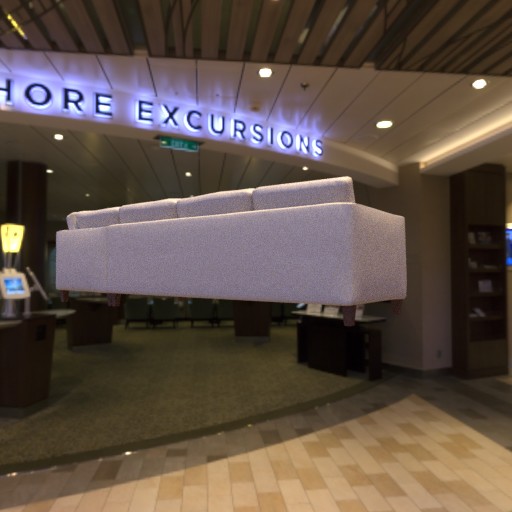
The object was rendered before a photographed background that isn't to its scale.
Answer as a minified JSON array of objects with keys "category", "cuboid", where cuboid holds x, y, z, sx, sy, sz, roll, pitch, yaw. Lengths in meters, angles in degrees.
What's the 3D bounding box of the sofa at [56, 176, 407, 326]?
[{"category":"sofa","cuboid":[0.000,0.000,4.528,3.333,0.934,2.522,-1,-2,37]}]
